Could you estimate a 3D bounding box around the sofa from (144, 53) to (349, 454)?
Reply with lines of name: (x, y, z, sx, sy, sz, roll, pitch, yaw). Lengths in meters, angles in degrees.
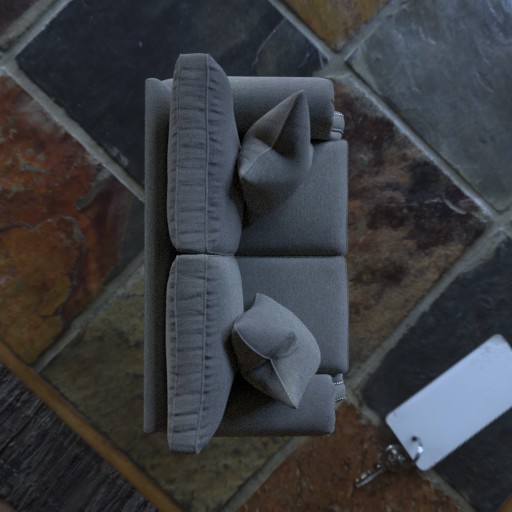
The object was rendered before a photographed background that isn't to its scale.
sofa: (0.000, 0.000, 2.194, 0.966, 0.966, 1.701, 0, 89, -1)
